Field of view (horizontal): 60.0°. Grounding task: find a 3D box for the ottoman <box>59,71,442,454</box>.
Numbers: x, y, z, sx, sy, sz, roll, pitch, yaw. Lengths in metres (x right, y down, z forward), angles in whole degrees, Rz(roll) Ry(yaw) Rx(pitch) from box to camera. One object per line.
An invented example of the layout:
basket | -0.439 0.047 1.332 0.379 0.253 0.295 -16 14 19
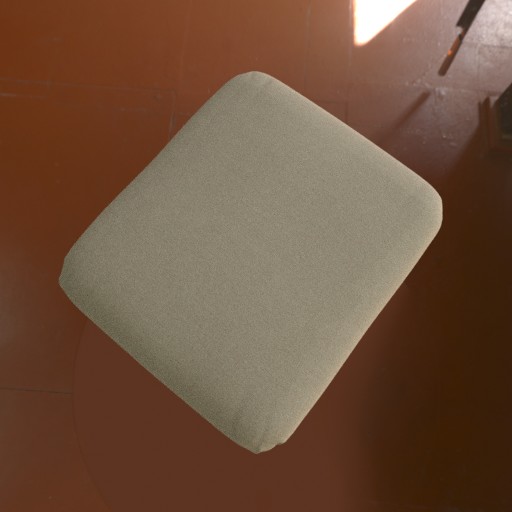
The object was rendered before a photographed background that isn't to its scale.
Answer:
ottoman | 0.000 0.000 1.153 0.639 0.450 0.746 38 78 9
